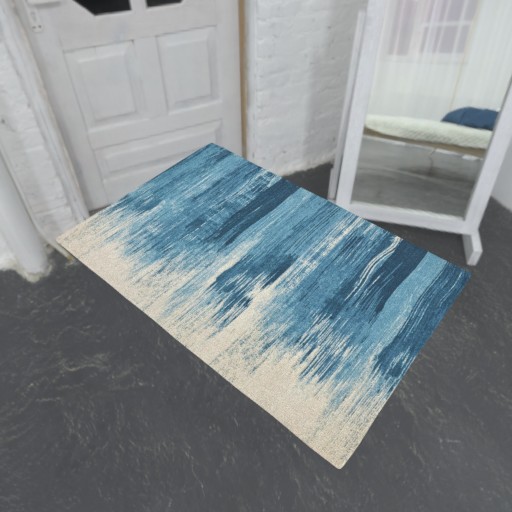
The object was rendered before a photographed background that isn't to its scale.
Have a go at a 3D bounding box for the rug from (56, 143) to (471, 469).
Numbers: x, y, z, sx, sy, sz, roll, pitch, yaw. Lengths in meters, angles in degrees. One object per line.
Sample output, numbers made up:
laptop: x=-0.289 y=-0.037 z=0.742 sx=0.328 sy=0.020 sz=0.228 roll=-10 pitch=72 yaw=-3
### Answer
rug: x=0.000 y=0.000 z=2.324 sx=1.836 sy=0.009 sz=1.232 roll=32 pitch=55 yaw=26
